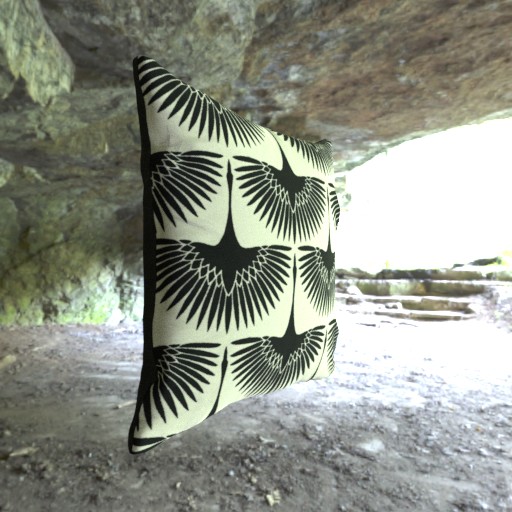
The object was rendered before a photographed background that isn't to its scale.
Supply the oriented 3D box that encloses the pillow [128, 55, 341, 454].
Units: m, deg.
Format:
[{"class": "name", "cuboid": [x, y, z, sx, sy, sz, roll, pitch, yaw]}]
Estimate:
[{"class": "pillow", "cuboid": [0.000, 0.000, 0.644, 0.139, 0.432, 0.432, -1, -1, 38]}]
